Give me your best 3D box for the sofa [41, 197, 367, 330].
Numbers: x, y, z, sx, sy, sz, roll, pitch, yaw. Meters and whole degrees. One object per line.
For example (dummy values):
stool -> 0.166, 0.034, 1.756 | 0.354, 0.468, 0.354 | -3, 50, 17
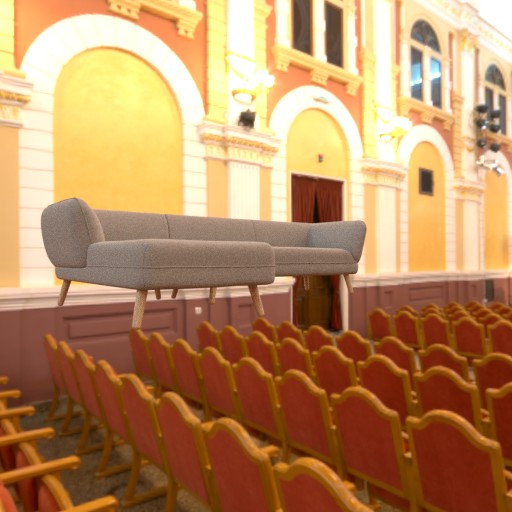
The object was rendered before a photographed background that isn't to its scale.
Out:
sofa -> 0.000, 0.000, 3.312 | 2.653, 0.693, 1.532 | 0, 0, -38
